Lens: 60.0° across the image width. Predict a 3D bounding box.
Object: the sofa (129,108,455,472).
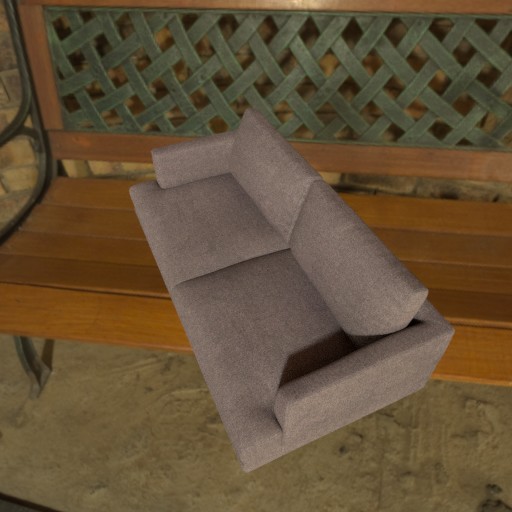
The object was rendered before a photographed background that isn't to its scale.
[{"bbox_3d":[0.000,0.000,2.516,1.020,0.868,1.948,-18,49,-17],"label":"sofa"}]
